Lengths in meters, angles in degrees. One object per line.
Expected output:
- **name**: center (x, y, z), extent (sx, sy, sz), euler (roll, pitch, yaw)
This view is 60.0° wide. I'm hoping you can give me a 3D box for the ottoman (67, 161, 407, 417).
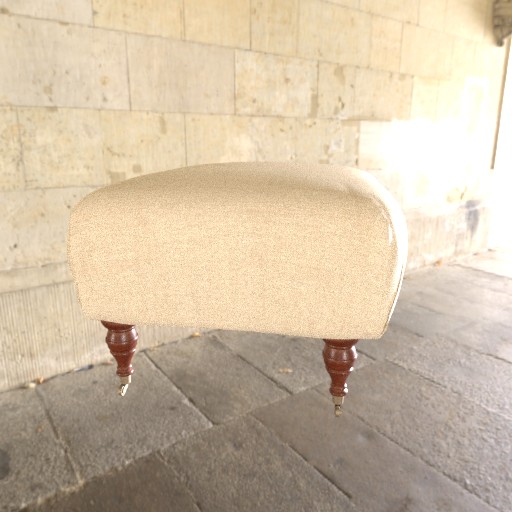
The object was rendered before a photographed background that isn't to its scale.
- **ottoman**: center (0.000, 0.000, 1.106), extent (0.622, 0.450, 0.747), euler (2, 15, 9)
